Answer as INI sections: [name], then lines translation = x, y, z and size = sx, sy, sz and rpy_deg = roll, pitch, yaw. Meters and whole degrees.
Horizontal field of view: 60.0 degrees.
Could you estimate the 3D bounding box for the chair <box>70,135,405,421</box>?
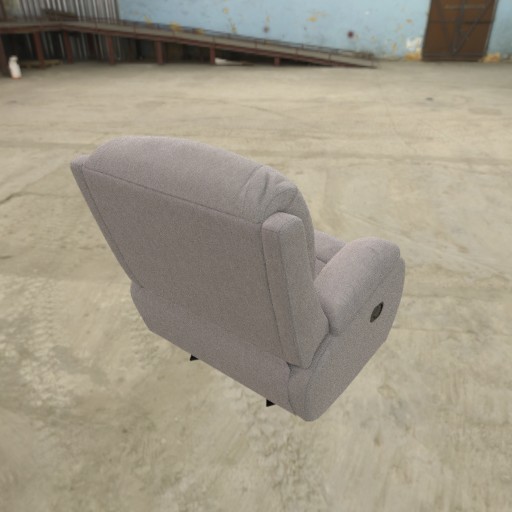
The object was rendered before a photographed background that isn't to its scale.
[chair]
translation = 0.000, 0.000, 1.712
size = 0.930, 1.011, 0.899
rpy_deg = 21, 35, 33
